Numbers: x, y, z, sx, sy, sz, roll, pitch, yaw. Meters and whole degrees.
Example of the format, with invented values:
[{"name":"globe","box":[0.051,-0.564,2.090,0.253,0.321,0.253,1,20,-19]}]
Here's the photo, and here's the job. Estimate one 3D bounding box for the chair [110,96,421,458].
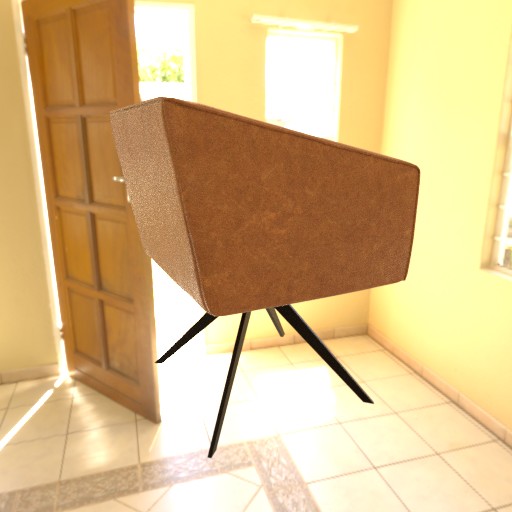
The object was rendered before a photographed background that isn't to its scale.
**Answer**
[{"name":"chair","box":[0.000,0.000,1.205,0.625,0.760,0.588,-7,17,-26]}]
